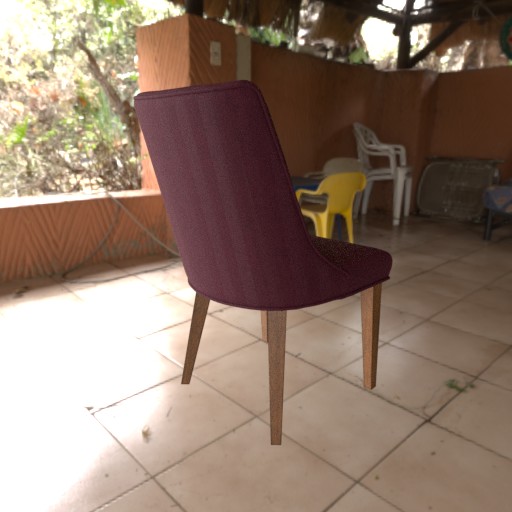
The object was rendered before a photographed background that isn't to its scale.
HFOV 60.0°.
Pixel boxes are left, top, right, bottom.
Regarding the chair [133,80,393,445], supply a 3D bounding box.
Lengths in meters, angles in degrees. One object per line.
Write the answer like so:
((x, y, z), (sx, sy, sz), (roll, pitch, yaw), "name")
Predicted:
((0.000, 0.000, 1.314), (0.638, 0.916, 0.548), (-14, 21, -42), "chair")
